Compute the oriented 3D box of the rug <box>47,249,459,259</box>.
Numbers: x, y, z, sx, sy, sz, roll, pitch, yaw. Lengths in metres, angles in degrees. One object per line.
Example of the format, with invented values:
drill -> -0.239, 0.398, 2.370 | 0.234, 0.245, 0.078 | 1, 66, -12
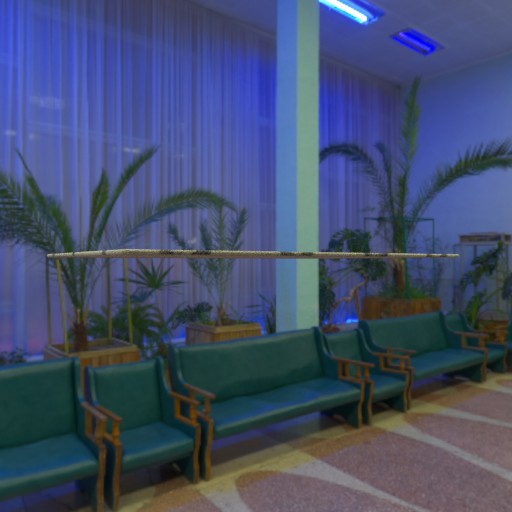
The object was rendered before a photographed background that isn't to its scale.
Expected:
rug -> 0.000, 0.000, 3.469 | 2.701, 0.026, 1.801 | 0, -1, -35
